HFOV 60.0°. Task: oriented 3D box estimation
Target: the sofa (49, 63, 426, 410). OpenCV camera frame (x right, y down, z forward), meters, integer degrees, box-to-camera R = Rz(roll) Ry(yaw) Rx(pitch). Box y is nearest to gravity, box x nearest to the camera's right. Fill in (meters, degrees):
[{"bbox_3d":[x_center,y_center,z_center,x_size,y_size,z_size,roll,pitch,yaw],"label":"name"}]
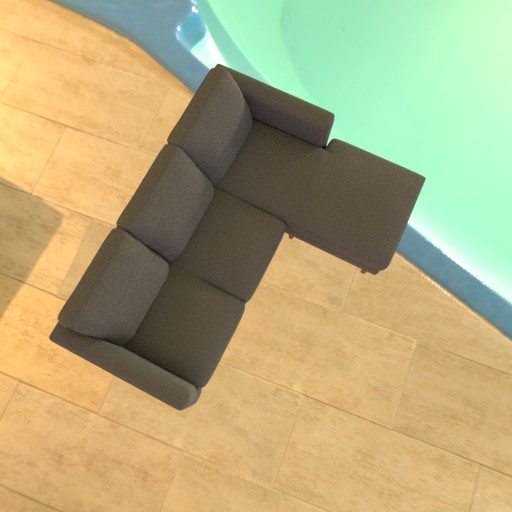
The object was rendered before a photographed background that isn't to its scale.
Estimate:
[{"bbox_3d":[0.000,0.000,2.850,1.591,0.897,2.031,26,77,7],"label":"sofa"}]
